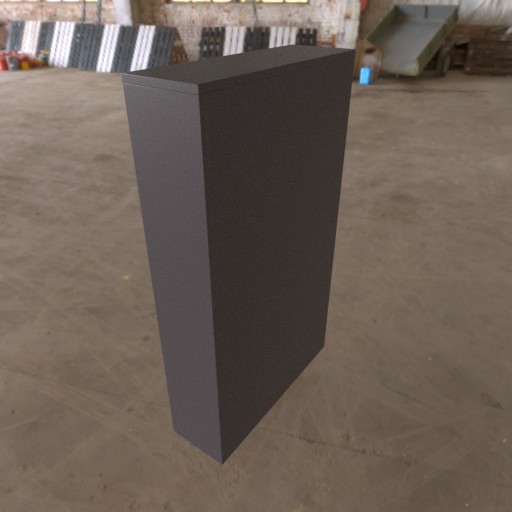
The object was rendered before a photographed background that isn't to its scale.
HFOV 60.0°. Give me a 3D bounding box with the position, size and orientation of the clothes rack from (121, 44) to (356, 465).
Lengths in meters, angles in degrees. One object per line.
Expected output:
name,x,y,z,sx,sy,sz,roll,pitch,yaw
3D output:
clothes rack,0.000,0.000,1.564,0.250,1.280,0.750,21,37,30
